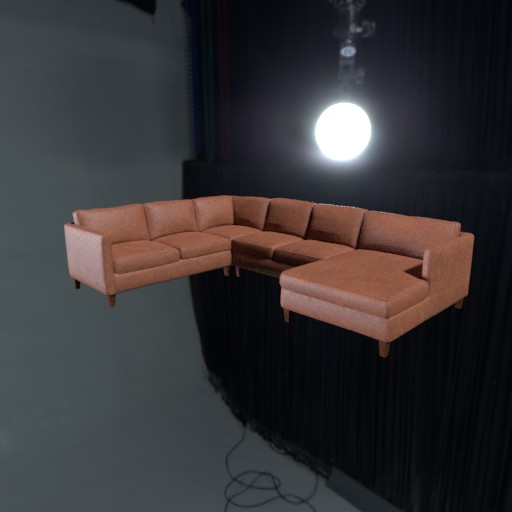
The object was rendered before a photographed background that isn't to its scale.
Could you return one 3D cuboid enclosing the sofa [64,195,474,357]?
[{"bbox_3d":[0.000,0.000,4.616,3.460,0.923,2.593,14,20,43],"label":"sofa"}]
